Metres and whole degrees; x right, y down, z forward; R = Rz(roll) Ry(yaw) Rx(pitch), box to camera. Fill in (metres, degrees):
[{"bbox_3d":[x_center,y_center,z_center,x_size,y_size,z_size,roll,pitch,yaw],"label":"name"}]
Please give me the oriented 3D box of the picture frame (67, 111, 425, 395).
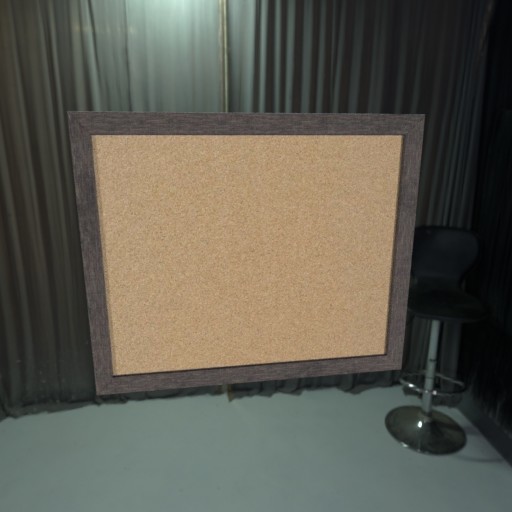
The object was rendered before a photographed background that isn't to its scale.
[{"bbox_3d":[0.000,0.000,0.741,0.546,0.455,0.026,-2,15,-9],"label":"picture frame"}]
